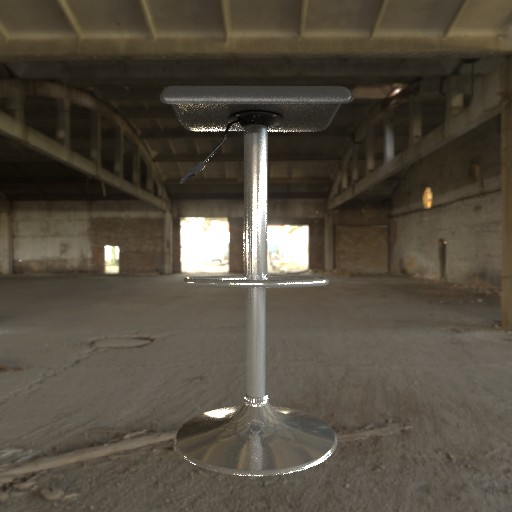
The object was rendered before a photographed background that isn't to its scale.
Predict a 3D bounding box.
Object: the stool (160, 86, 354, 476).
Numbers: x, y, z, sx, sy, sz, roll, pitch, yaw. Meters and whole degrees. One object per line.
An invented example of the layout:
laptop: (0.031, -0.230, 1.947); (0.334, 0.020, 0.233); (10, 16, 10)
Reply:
stool: (0.000, 0.000, 1.047); (0.381, 0.851, 0.381); (0, 0, 0)
